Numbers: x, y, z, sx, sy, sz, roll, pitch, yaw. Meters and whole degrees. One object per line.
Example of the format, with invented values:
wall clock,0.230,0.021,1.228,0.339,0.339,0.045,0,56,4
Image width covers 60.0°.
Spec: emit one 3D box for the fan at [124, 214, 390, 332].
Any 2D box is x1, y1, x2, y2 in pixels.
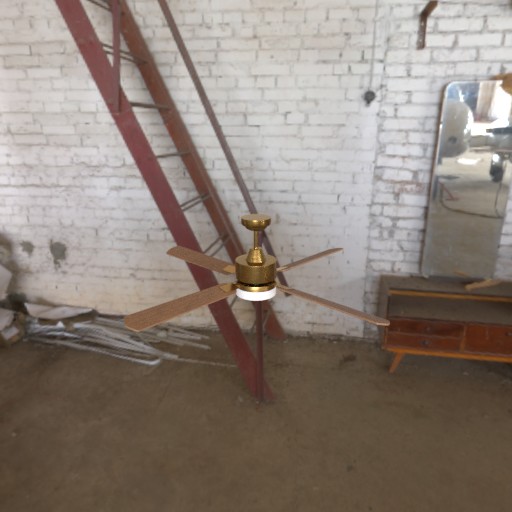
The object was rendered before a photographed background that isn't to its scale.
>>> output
fan,0.000,0.000,1.986,1.320,0.355,1.320,17,24,42
